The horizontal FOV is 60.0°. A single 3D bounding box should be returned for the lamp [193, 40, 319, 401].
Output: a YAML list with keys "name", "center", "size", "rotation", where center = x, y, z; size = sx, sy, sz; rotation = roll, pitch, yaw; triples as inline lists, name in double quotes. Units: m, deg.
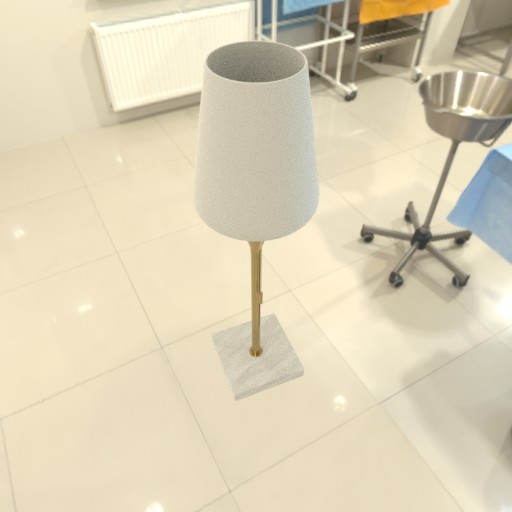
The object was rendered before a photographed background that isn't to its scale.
- name: "lamp"
  center: [0.000, 0.000, 0.730]
  size: [0.181, 0.639, 0.181]
  rotation: [-16, 48, -15]
